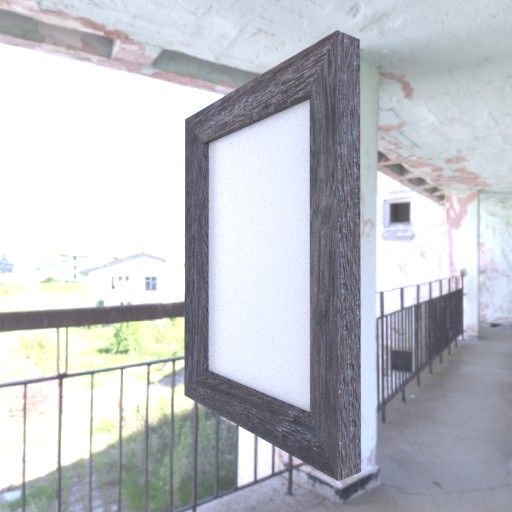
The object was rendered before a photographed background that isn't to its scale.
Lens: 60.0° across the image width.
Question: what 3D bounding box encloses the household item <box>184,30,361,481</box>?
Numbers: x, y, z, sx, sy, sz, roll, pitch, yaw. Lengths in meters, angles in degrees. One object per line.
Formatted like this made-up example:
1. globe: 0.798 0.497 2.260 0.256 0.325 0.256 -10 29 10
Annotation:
1. household item: 0.000 0.000 0.277 0.020 0.210 0.160 0 -1 -35
